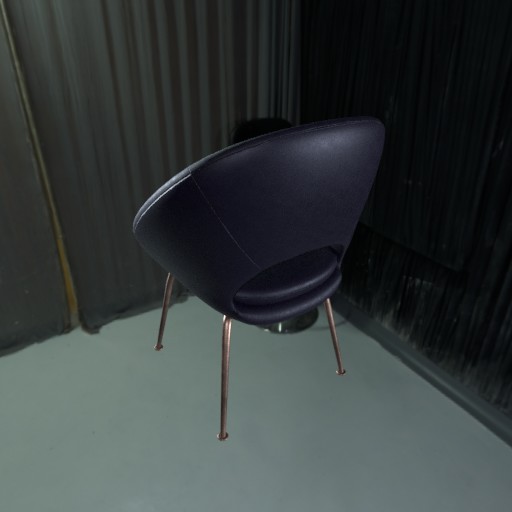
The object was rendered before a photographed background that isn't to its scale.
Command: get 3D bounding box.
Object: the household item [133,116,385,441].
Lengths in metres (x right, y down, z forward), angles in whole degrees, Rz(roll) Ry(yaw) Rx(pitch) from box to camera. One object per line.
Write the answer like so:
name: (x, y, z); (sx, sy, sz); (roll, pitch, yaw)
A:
household item: (0.000, 0.000, 1.267); (0.623, 0.852, 0.573); (-18, 34, -29)
